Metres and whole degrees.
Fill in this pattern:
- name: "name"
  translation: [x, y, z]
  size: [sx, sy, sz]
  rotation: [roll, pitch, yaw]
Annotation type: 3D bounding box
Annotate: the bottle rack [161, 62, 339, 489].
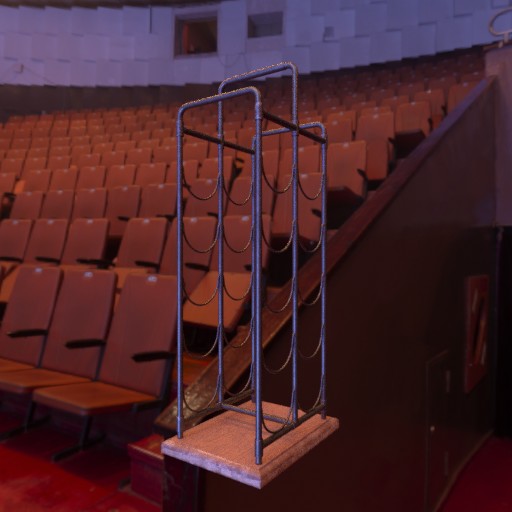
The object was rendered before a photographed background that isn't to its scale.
- name: "bottle rack"
  translation: [0.000, 0.000, 0.817]
  size: [0.208, 0.680, 0.276]
  rotation: [0, 1, 35]
